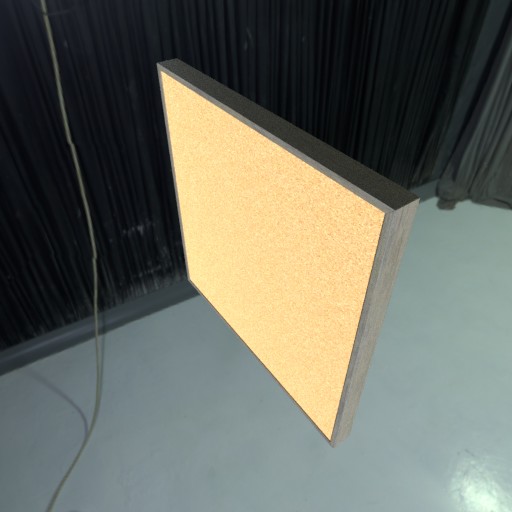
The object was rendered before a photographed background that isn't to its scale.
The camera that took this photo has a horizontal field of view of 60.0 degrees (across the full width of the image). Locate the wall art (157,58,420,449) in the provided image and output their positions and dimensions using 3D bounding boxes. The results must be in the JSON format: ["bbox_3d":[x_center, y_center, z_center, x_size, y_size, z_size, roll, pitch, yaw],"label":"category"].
[{"bbox_3d":[0.000,0.000,0.756,0.037,0.507,0.507,-26,48,-26],"label":"wall art"}]
